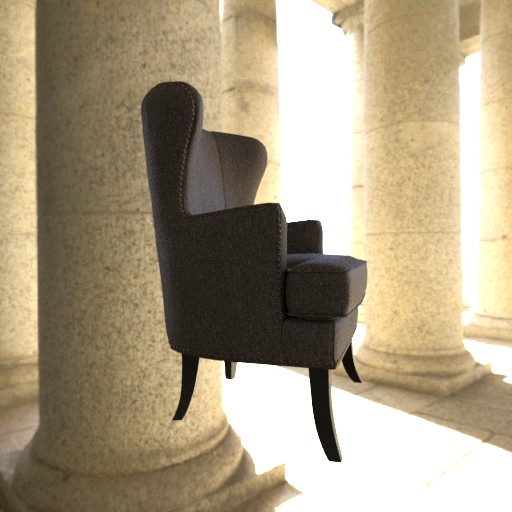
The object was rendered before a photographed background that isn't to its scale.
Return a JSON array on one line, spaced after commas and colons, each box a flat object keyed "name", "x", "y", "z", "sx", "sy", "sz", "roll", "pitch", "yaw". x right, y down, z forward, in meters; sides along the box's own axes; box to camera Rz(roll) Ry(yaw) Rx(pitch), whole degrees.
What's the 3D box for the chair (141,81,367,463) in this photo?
[{"name": "chair", "x": 0.000, "y": 0.000, "z": 1.603, "sx": 0.758, "sy": 1.060, "sz": 0.759, "roll": 0, "pitch": 1, "yaw": 18}]
